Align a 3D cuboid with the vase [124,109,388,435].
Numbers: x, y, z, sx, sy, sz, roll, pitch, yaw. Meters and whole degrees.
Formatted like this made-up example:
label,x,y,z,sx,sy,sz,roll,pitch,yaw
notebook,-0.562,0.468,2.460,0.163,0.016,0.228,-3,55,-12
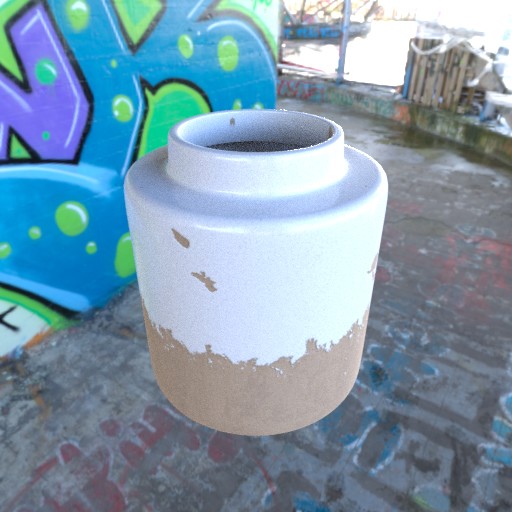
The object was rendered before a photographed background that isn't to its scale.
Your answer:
label,x,y,z,sx,sy,sz,roll,pitch,yaw
vase,0.000,0.000,0.291,0.153,0.167,0.153,0,31,0
